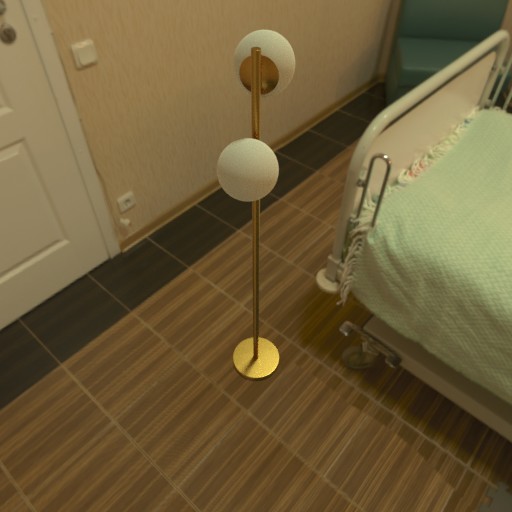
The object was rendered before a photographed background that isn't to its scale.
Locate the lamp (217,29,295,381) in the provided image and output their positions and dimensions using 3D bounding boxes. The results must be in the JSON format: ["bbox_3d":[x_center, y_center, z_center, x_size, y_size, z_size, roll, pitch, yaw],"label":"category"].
[{"bbox_3d":[0.000,0.000,1.795,0.249,1.641,0.419,9,47,8],"label":"lamp"}]
